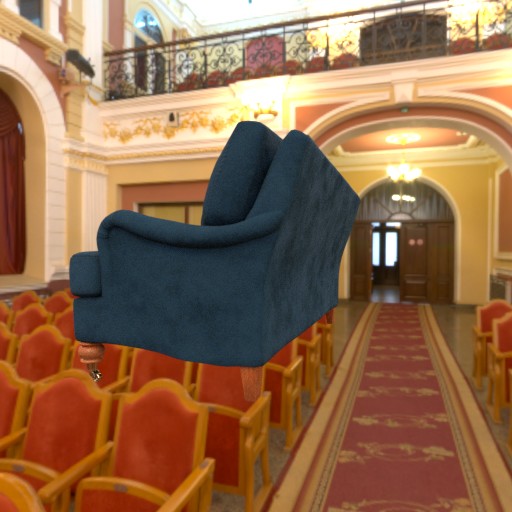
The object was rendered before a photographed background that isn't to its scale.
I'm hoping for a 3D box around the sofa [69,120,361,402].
[{"bbox_3d":[0.000,0.000,2.745,1.084,1.101,2.141,0,1,18],"label":"sofa"}]
